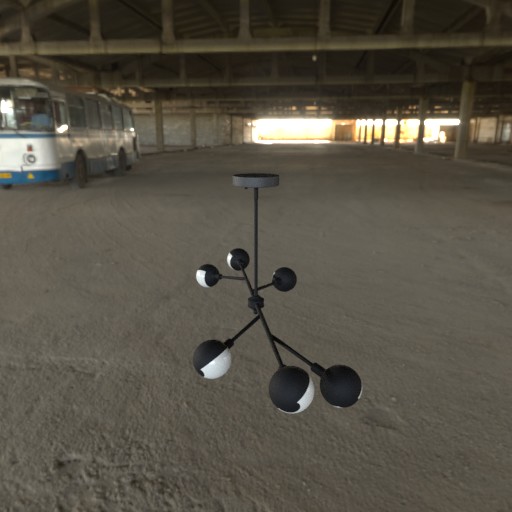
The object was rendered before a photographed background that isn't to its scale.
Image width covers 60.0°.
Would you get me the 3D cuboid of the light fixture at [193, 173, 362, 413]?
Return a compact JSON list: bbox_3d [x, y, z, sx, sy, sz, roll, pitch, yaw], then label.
[{"bbox_3d":[0.000,0.000,1.006,0.434,0.362,0.778,2,16,7],"label":"light fixture"}]
